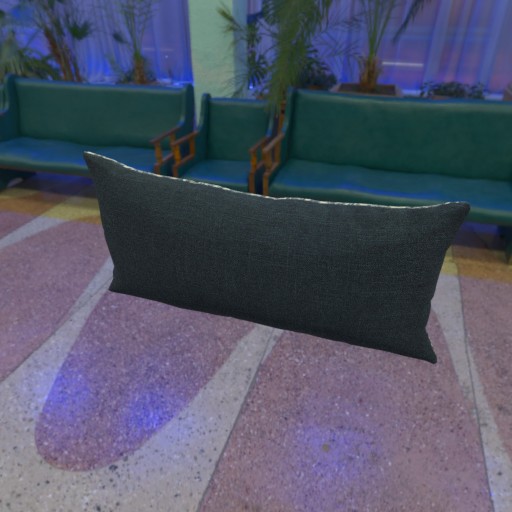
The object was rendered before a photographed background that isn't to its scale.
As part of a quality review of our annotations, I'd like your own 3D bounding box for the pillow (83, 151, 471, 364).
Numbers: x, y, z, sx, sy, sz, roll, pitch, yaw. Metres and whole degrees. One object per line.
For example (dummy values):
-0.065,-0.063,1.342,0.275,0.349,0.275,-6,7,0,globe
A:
0.000,0.000,0.741,0.631,0.292,0.148,10,34,16,pillow
